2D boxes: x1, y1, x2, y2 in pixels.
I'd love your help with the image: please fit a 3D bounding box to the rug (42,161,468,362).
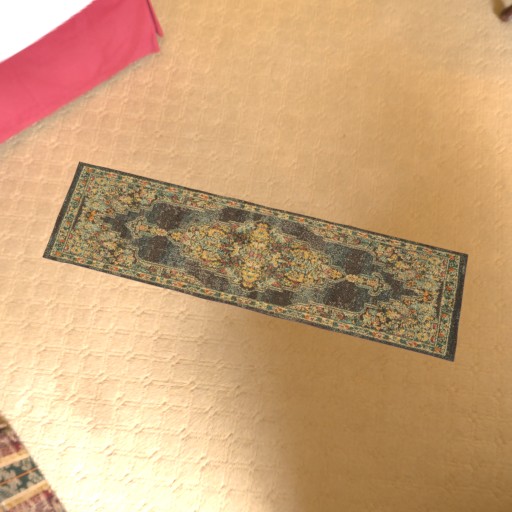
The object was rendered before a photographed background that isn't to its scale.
[{"bbox_3d":[0.000,0.000,2.447,2.283,0.016,0.602,14,76,3],"label":"rug"}]
